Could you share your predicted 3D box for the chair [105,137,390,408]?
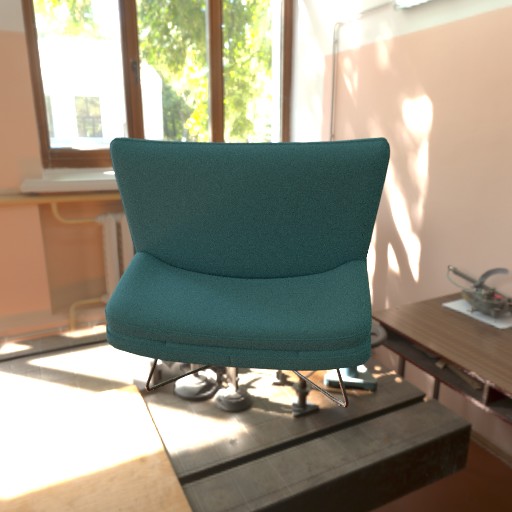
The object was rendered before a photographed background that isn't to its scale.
[{"bbox_3d":[0.000,0.000,1.650,0.859,0.855,1.008,2,15,8],"label":"chair"}]
